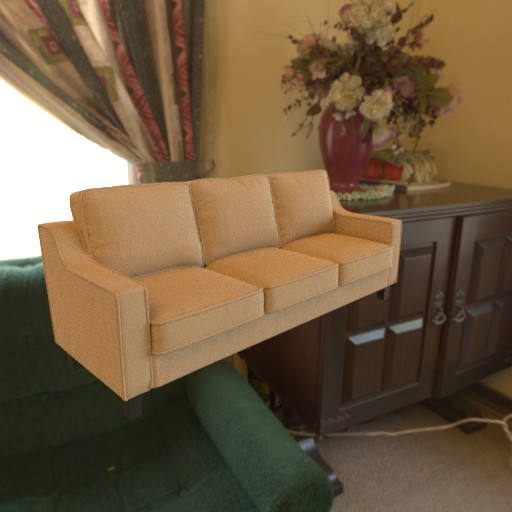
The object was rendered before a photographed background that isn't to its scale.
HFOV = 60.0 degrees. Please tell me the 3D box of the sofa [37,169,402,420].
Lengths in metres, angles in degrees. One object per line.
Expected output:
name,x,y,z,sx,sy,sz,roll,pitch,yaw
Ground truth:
sofa,0.000,0.000,2.611,2.131,0.902,0.791,-14,20,-42
